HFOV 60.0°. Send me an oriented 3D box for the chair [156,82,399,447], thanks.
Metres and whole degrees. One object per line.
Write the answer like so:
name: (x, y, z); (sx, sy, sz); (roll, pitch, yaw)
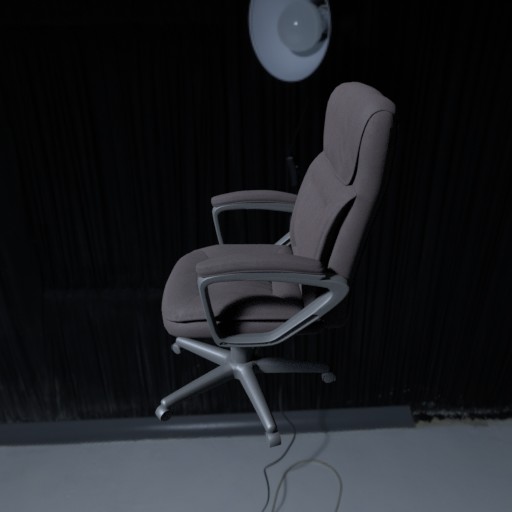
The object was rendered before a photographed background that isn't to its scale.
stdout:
chair: (0.000, 0.000, 1.520); (0.724, 1.105, 0.667); (0, 26, -1)
